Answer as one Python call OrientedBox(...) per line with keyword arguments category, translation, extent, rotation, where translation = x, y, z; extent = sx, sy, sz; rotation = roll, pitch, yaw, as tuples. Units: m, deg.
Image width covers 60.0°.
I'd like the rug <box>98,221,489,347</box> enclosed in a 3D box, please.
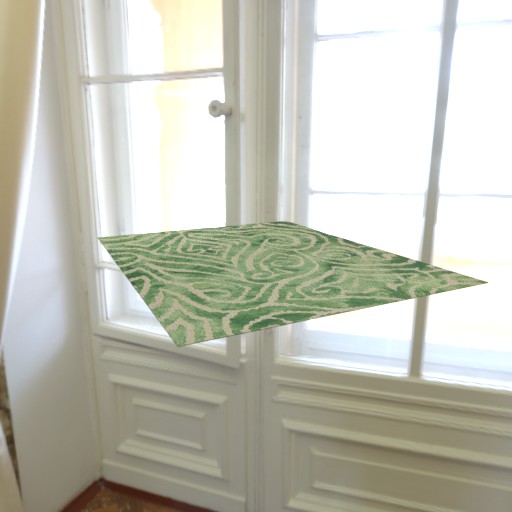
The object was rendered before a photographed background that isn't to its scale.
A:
OrientedBox(category="rug", translation=(0.000, 0.000, 4.160), extent=(2.436, 0.007, 3.045), rotation=(-7, 16, -26))
